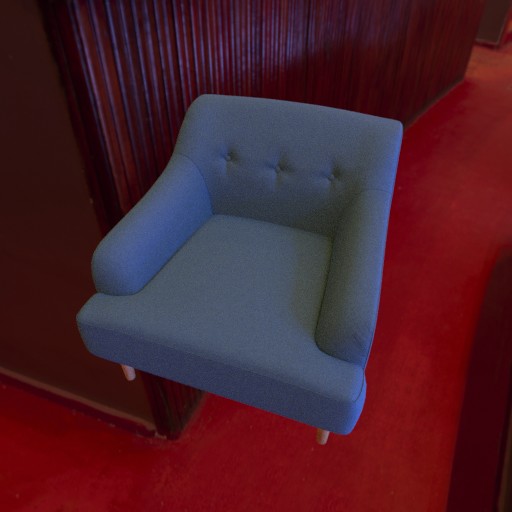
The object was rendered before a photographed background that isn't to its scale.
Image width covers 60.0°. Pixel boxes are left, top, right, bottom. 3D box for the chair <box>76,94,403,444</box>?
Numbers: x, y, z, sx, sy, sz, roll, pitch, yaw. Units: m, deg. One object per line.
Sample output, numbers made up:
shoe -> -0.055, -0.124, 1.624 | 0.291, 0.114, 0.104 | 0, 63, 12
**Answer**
chair -> 0.000, 0.000, 1.622 | 0.946, 0.818, 0.951 | 13, 42, 15
